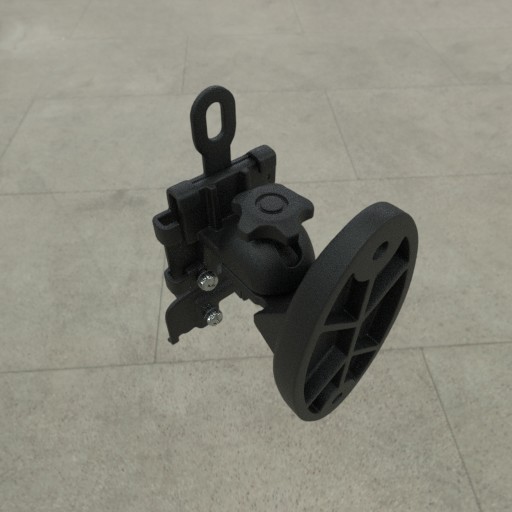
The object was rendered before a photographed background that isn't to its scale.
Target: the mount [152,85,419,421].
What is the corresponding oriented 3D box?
[{"bbox_3d":[0.000,0.000,0.170,0.066,0.118,0.100,-31,54,-26],"label":"mount"}]
